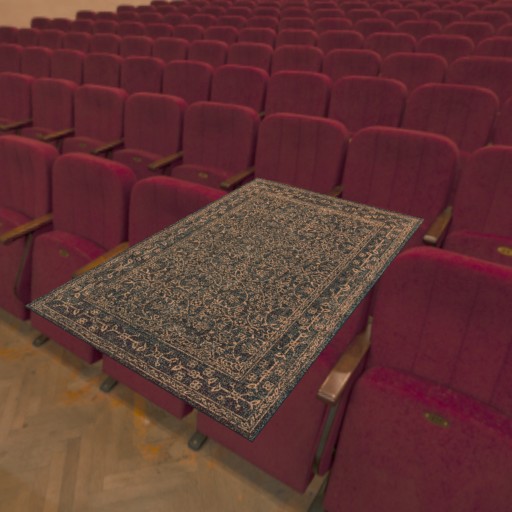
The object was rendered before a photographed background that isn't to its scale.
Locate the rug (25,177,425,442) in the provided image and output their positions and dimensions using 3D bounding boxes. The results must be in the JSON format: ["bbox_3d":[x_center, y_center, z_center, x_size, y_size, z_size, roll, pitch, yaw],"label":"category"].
[{"bbox_3d":[0.000,0.000,2.281,1.200,0.005,1.819,19,36,29],"label":"rug"}]
